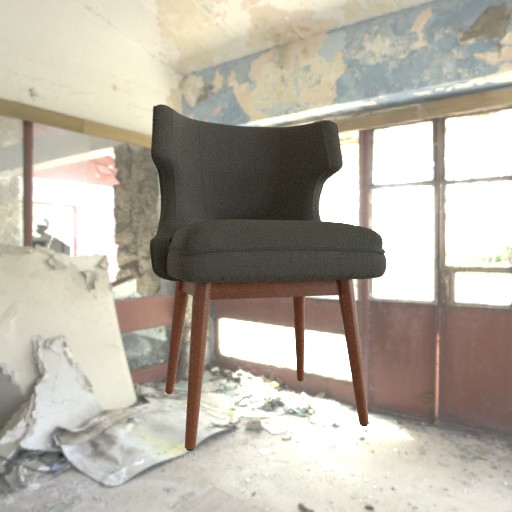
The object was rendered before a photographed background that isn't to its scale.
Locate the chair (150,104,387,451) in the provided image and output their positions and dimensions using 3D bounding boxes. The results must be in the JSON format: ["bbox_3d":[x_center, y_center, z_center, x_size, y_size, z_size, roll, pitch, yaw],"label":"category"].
[{"bbox_3d":[0.000,0.000,1.257,0.595,0.863,0.581,0,1,-18],"label":"chair"}]
